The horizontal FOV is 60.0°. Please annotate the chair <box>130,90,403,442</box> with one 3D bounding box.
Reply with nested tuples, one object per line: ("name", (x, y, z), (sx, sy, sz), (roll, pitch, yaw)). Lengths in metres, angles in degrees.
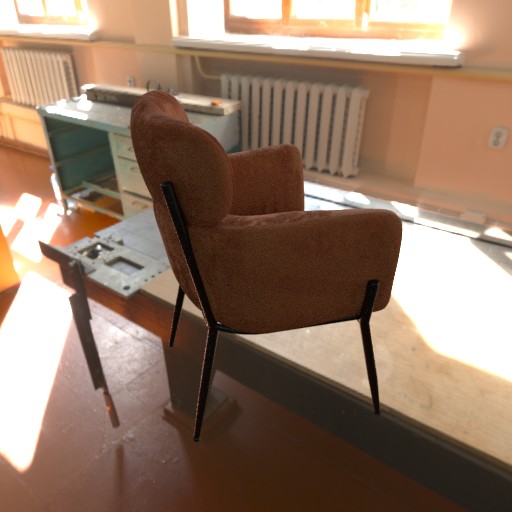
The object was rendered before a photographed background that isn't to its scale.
("chair", (0.000, 0.000, 1.120), (0.523, 0.772, 0.561), (-10, 31, -16))
